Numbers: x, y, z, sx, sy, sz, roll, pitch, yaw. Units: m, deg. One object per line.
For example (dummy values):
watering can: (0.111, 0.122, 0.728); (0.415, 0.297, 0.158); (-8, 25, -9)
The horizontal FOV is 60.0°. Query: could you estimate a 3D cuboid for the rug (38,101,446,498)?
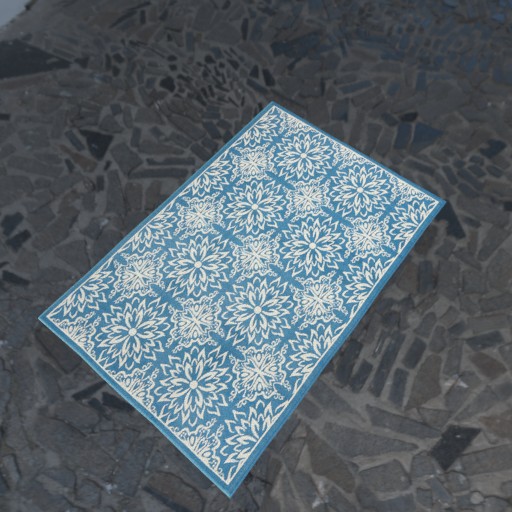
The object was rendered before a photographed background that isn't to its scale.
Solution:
rug: (0.000, 0.000, 3.441); (1.830, 0.018, 2.769); (36, 68, 17)
